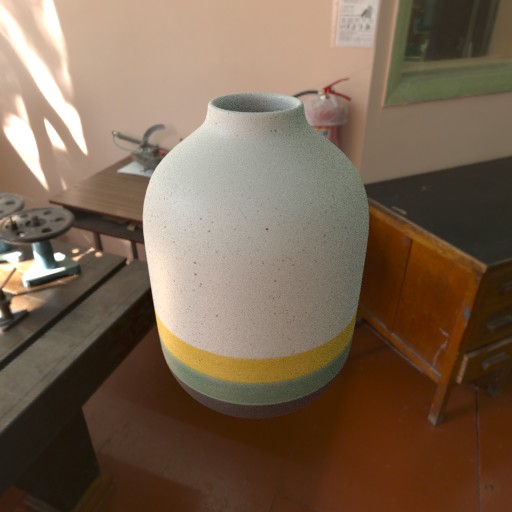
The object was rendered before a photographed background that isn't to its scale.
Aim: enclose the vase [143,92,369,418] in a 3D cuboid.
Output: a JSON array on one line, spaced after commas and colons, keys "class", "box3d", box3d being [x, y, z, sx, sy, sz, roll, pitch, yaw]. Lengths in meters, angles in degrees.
[{"class": "vase", "box3d": [0.000, 0.000, 0.357, 0.169, 0.240, 0.169, 0, 31, 0]}]
